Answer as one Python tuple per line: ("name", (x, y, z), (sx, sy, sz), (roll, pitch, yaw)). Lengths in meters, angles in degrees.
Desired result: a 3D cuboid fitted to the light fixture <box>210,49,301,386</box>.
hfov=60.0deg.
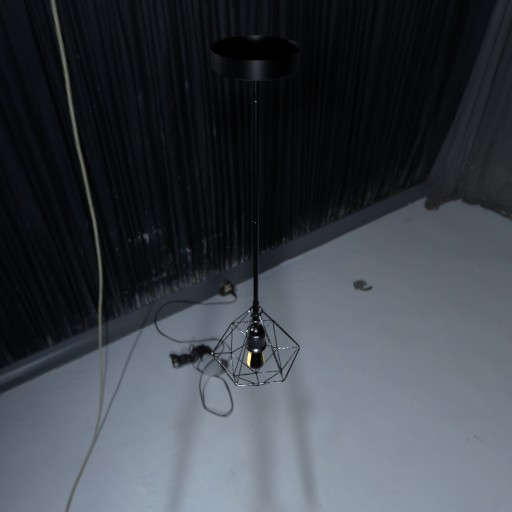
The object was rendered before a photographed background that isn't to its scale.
("light fixture", (0.000, 0.000, 2.003), (0.431, 1.764, 0.487), (-25, 46, -27))
